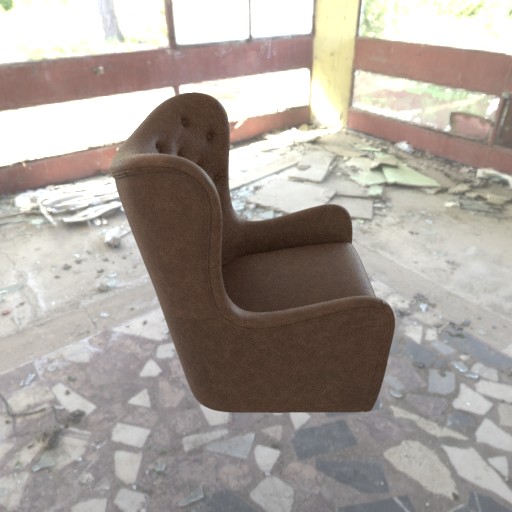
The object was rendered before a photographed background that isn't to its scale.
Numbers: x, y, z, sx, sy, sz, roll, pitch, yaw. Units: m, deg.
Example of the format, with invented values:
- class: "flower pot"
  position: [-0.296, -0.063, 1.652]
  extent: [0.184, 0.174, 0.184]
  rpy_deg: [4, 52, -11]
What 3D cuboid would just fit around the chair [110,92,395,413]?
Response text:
- class: "chair"
  position: [0.000, 0.000, 1.742]
  extent: [0.930, 1.079, 0.831]
  rpy_deg: [-1, 32, -1]
